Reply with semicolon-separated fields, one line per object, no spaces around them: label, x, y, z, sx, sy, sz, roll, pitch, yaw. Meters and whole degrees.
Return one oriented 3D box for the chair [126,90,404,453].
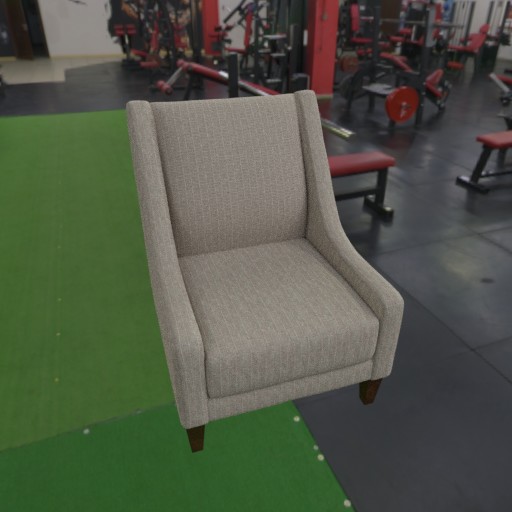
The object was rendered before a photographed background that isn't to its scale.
chair;0.000;0.000;1.655;0.774;1.014;0.870;-9;32;-15
